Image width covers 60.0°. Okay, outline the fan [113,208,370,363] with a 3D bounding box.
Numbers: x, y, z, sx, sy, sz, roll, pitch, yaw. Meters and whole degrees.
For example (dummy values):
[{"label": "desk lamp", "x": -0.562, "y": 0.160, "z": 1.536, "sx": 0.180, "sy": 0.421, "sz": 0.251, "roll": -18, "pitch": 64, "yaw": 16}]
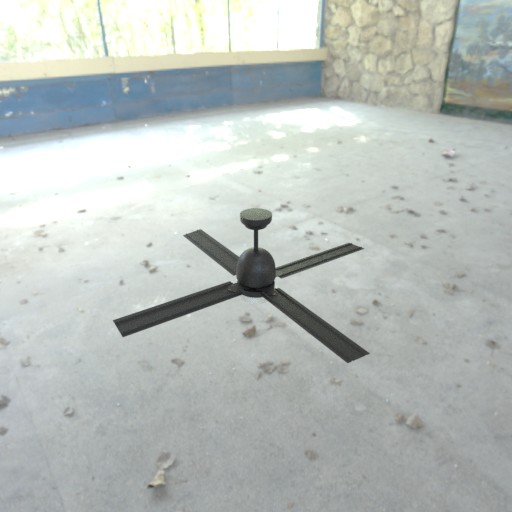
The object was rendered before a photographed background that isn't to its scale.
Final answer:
[{"label": "fan", "x": 0.000, "y": 0.000, "z": 2.013, "sx": 1.319, "sy": 0.410, "sz": 1.319, "roll": -18, "pitch": 33, "yaw": -31}]
